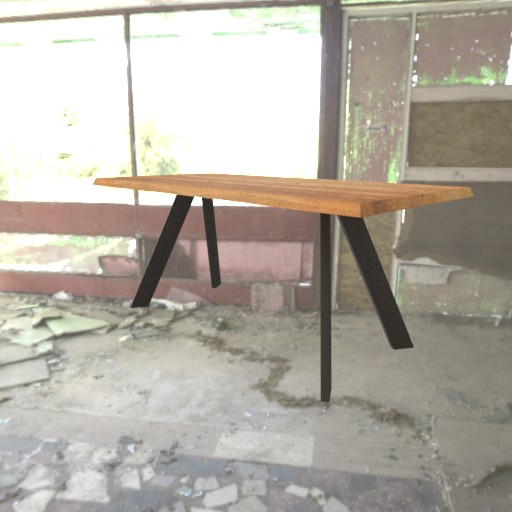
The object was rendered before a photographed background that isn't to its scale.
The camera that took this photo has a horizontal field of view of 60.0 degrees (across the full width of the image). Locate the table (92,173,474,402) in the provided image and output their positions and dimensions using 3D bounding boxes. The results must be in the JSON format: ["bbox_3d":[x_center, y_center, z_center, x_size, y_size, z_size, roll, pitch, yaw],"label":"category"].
[{"bbox_3d":[0.000,0.000,2.330,0.900,0.770,1.800,-13,18,-43],"label":"table"}]
